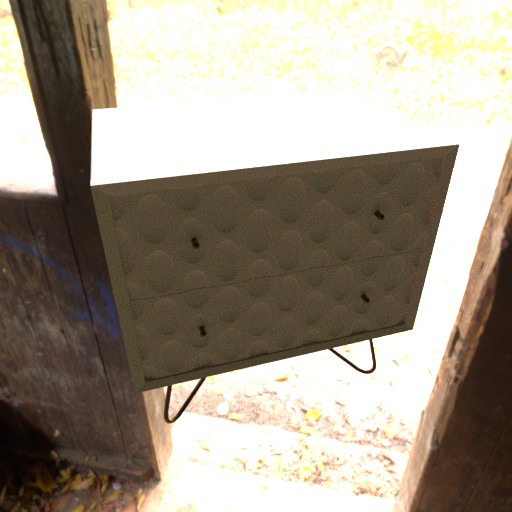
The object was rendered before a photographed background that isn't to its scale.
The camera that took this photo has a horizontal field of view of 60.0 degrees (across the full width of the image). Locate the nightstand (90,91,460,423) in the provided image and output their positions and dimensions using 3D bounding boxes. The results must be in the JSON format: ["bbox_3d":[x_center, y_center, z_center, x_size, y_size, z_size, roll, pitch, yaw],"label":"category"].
[{"bbox_3d":[0.000,0.000,1.027,0.614,0.604,0.447,-9,34,-14],"label":"nightstand"}]
